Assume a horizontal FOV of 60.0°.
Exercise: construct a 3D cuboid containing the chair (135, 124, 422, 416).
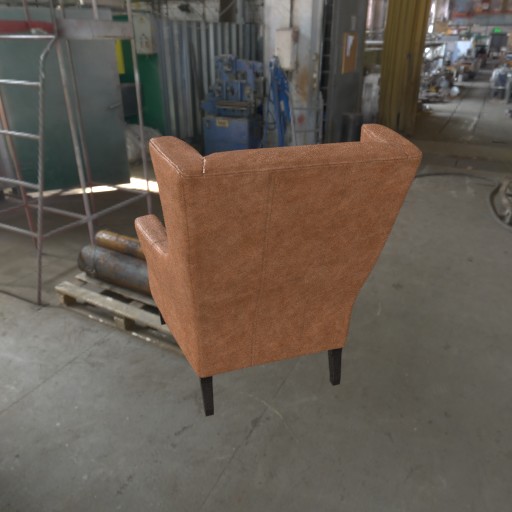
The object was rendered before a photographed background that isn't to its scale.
[{"bbox_3d":[0.000,0.000,1.717,0.853,1.016,0.926,-8,27,-16],"label":"chair"}]
